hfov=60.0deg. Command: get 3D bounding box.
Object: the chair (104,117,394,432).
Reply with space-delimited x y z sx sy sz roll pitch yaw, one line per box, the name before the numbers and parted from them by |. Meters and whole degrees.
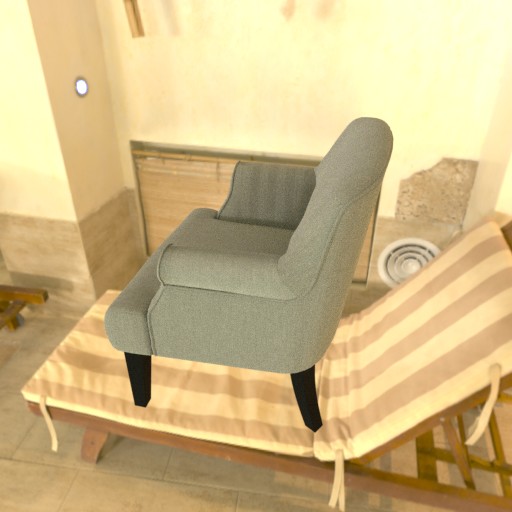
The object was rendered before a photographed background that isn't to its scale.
chair | 0.000 0.000 1.474 0.755 0.880 0.772 7 32 12
